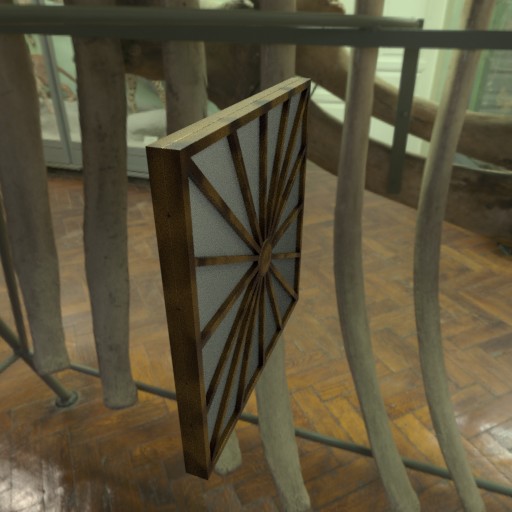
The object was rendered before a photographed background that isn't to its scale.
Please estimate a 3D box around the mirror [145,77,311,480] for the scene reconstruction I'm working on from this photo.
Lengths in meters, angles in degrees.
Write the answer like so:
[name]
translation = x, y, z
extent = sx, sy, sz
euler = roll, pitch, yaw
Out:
[mirror]
translation = 0.000, 0.000, 0.759
extent = 0.042, 0.507, 0.509
euler = 10, 31, 18
